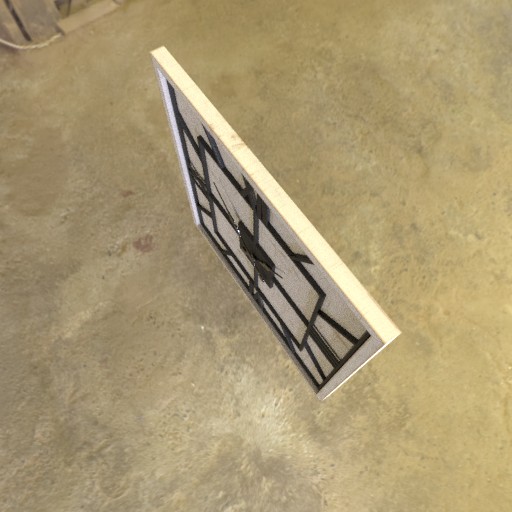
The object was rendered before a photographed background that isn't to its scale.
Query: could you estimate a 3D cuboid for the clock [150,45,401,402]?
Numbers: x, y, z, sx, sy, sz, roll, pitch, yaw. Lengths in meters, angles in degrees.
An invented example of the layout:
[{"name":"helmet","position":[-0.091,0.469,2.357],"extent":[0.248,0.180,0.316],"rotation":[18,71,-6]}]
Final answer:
[{"name":"clock","position":[0.000,0.000,1.079],"extent":[0.032,0.705,0.705],"rotation":[-32,69,-14]}]
